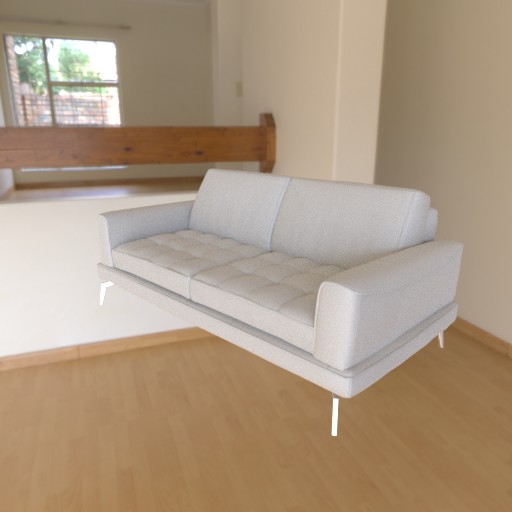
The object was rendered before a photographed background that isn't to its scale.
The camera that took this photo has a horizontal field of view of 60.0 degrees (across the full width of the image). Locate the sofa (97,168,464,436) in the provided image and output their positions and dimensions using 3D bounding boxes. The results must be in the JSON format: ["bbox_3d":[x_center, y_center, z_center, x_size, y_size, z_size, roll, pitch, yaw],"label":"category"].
[{"bbox_3d":[0.000,0.000,2.755,2.177,0.930,1.121,16,23,43],"label":"sofa"}]
